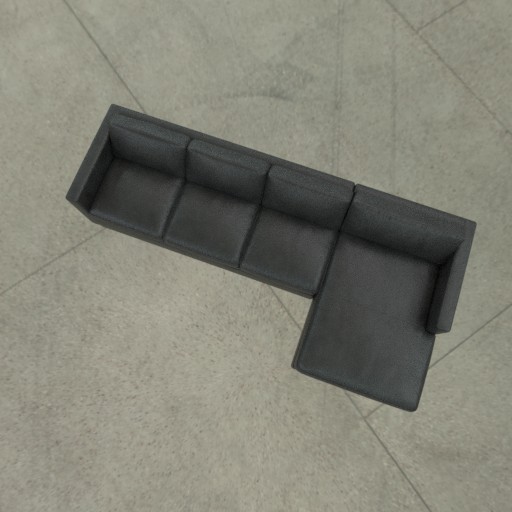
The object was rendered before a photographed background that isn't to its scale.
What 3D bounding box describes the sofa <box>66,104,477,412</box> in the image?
[{"bbox_3d":[0.000,0.000,3.773,3.203,0.883,1.581,19,77,5],"label":"sofa"}]
